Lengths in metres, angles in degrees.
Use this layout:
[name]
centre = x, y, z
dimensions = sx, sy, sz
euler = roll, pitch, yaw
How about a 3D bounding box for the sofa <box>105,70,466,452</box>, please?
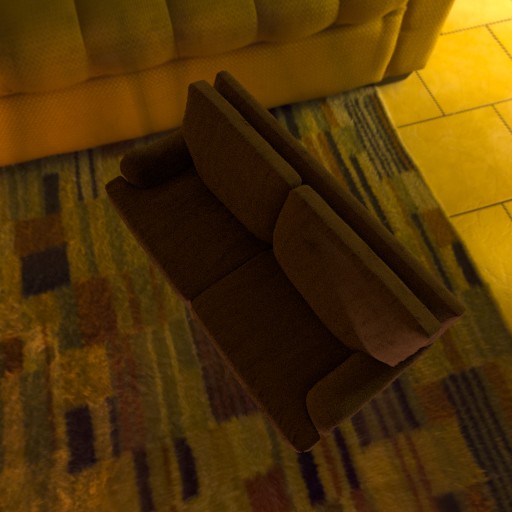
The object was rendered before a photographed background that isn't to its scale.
[sofa]
centre = 0.000, 0.000, 2.821
dimensions = 1.086, 1.087, 2.165
euler = -34, 69, -15
